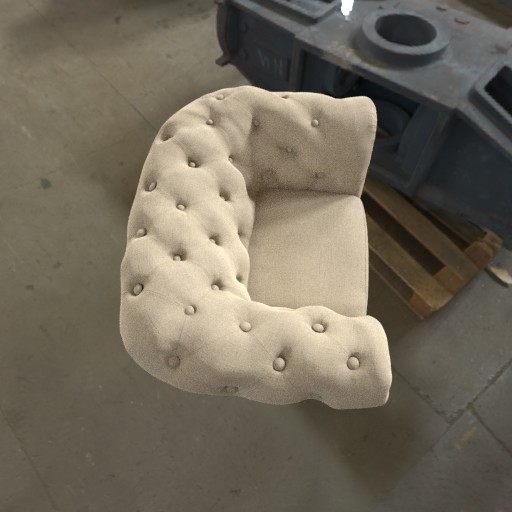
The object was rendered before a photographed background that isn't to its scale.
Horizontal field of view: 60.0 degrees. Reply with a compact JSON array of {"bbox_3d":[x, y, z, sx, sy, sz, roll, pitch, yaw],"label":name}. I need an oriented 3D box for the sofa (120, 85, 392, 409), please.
[{"bbox_3d":[0.000,0.000,2.063,1.034,0.878,1.405,4,62,2],"label":"sofa"}]
